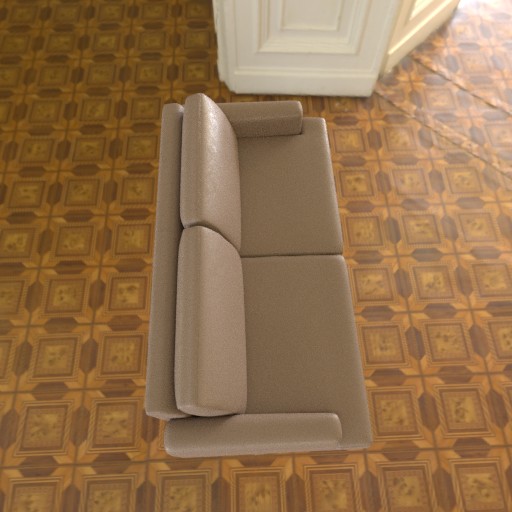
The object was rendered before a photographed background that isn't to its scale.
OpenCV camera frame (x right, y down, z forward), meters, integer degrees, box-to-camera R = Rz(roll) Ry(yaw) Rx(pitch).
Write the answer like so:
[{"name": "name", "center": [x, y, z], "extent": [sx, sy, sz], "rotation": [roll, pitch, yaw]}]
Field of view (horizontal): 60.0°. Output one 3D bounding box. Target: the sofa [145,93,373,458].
[{"name": "sofa", "center": [0.000, 0.000, 2.371], "extent": [0.974, 0.765, 1.940], "rotation": [-2, 64, -1]}]
